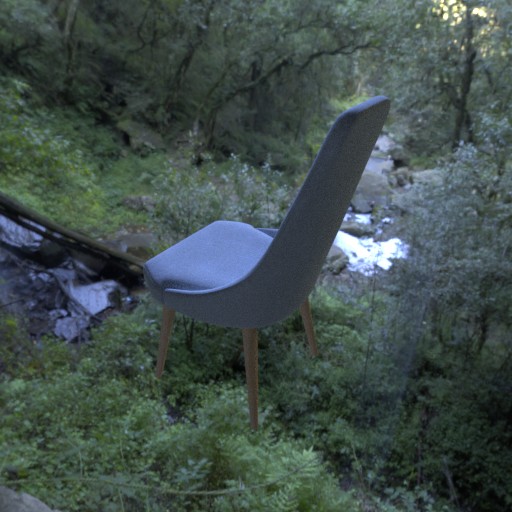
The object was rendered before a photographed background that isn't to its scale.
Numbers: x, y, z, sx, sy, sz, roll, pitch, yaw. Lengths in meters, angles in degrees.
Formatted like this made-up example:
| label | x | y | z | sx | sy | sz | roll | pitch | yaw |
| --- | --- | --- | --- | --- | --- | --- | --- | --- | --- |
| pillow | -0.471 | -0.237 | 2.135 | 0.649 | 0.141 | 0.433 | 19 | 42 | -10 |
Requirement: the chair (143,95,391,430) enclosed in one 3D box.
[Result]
| label | x | y | z | sx | sy | sz | roll | pitch | yaw |
| --- | --- | --- | --- | --- | --- | --- | --- | --- | --- |
| chair | 0.000 | 0.000 | 1.421 | 0.660 | 1.040 | 0.510 | 20 | 37 | 29 |
